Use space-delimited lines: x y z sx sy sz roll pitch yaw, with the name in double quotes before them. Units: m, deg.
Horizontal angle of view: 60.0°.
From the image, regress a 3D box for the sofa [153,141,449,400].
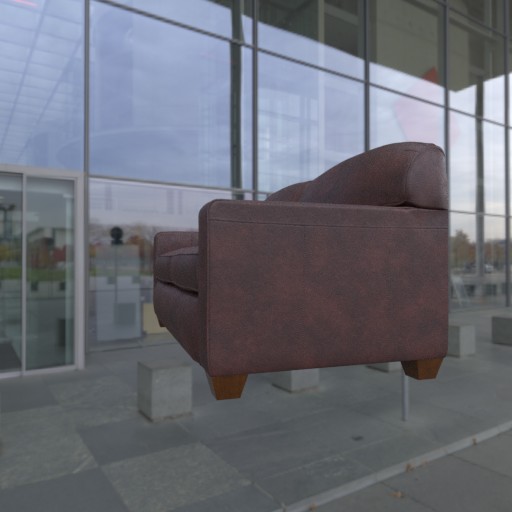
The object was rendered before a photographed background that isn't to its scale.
"sofa" 0.000 0.000 2.418 1.000 0.966 1.856 0 -1 -18
